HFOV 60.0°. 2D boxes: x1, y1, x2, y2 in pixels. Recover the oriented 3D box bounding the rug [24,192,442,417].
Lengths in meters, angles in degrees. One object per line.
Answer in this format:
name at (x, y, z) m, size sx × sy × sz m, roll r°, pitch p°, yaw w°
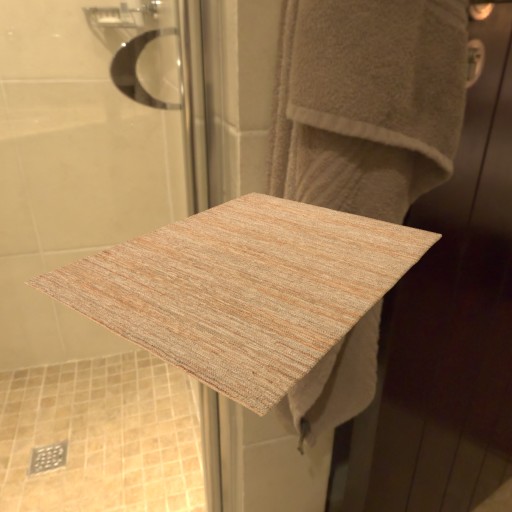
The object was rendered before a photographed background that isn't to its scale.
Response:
rug at (0.000, 0.000, 3.852) m, size 2.313 × 0.009 × 2.939 m, roll 18°, pitch 31°, yaw 33°
